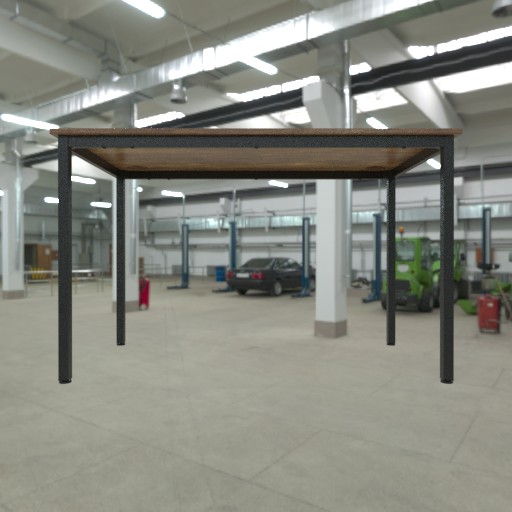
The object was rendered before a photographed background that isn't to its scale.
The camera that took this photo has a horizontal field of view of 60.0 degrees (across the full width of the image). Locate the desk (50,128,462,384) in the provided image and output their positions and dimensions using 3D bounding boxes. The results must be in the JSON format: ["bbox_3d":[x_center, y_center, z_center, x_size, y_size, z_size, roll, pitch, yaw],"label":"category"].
[{"bbox_3d":[0.000,0.000,1.589,1.200,0.749,0.600,0,0,0],"label":"desk"}]
